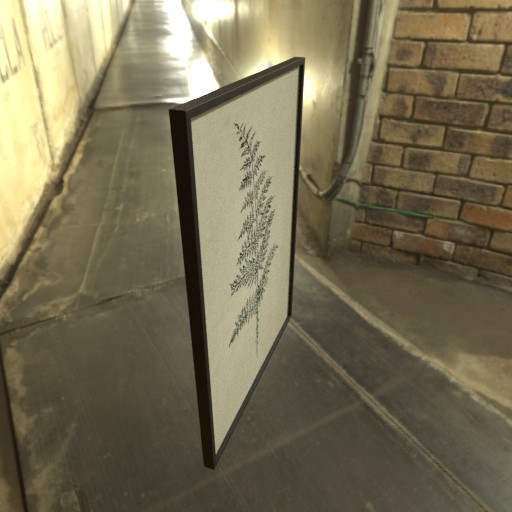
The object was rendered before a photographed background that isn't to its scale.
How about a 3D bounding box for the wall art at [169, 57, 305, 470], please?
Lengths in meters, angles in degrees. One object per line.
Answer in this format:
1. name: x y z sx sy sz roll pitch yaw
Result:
1. wall art: 0.000 0.000 1.405 0.036 1.070 0.802 11 33 18
